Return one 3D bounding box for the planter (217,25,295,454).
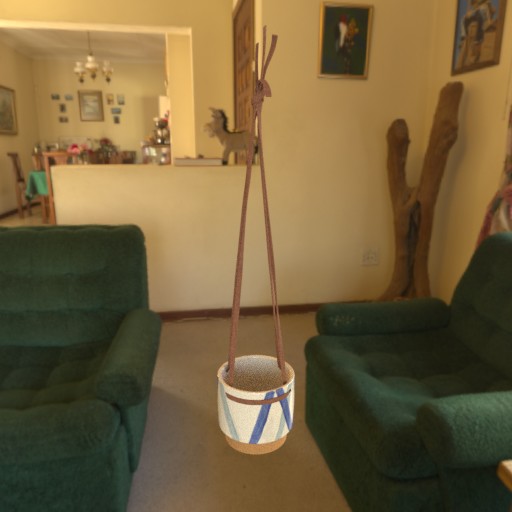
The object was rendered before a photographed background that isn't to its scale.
[{"bbox_3d":[0.000,0.000,0.817,0.153,0.753,0.157,-7,16,-25],"label":"planter"}]
